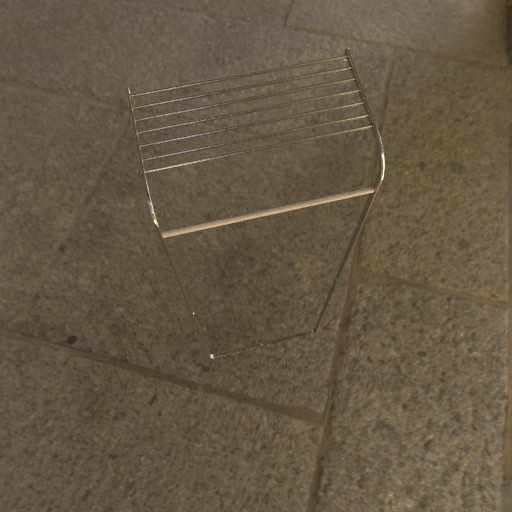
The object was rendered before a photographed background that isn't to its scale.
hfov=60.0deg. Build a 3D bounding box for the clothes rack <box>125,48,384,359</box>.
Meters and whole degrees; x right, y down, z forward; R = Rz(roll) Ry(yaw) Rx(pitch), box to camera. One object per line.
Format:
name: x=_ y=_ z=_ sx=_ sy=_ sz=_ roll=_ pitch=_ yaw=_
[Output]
clothes rack: x=0.000 y=0.000 z=1.797 sx=0.609 sy=1.574 sz=0.349 roll=-13 pitch=65 yaw=-6
